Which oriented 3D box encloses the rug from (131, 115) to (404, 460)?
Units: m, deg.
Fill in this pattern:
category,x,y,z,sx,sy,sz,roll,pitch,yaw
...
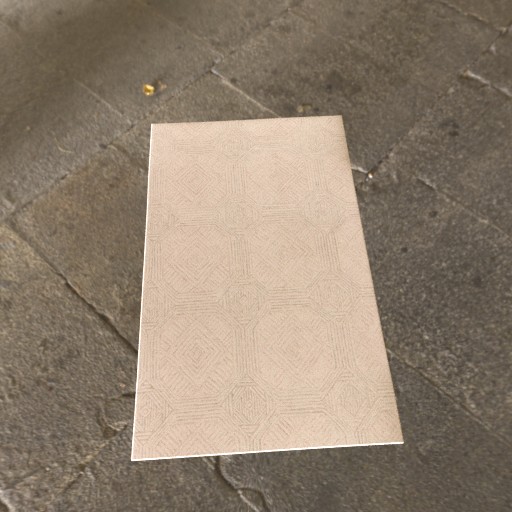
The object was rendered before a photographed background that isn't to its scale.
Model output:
category,x,y,z,sx,sy,sz,roll,pitch,yaw
rug,0.000,0.000,3.010,1.524,0.008,2.440,-3,64,-1
